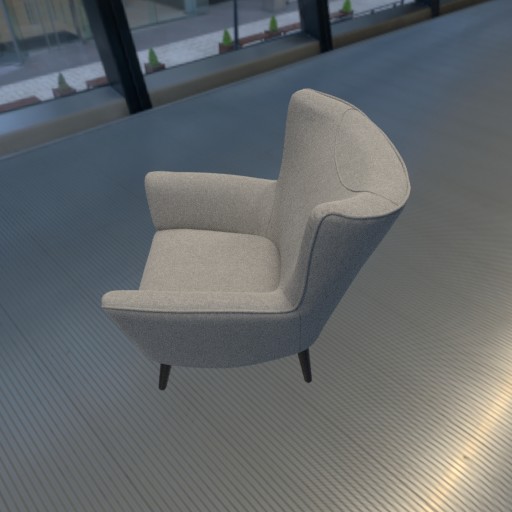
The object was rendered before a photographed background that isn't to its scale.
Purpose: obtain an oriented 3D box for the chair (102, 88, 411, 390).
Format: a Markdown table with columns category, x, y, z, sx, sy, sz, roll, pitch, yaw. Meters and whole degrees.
| category | x | y | z | sx | sy | sz | roll | pitch | yaw |
| --- | --- | --- | --- | --- | --- | --- | --- | --- | --- |
| chair | 0.000 | 0.000 | 1.602 | 0.888 | 0.933 | 0.781 | 0 | 41 | 0 |
